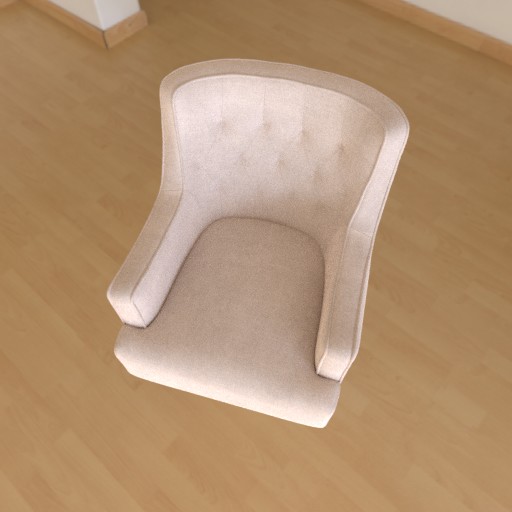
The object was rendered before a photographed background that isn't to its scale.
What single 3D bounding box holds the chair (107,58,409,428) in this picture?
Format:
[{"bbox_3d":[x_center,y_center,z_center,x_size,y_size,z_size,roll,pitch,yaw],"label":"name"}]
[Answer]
[{"bbox_3d":[0.000,0.000,1.558,0.781,0.920,0.910,13,59,8],"label":"chair"}]
